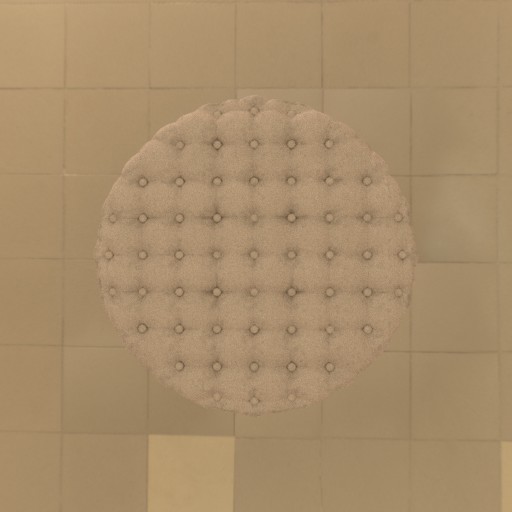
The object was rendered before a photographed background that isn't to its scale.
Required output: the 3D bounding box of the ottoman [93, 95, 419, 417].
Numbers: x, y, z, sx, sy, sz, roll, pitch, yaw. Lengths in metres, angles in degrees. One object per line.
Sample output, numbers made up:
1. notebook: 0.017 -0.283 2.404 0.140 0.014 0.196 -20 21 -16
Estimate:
1. ottoman: 0.000 0.000 1.518 0.998 0.399 0.998 0 89 2
